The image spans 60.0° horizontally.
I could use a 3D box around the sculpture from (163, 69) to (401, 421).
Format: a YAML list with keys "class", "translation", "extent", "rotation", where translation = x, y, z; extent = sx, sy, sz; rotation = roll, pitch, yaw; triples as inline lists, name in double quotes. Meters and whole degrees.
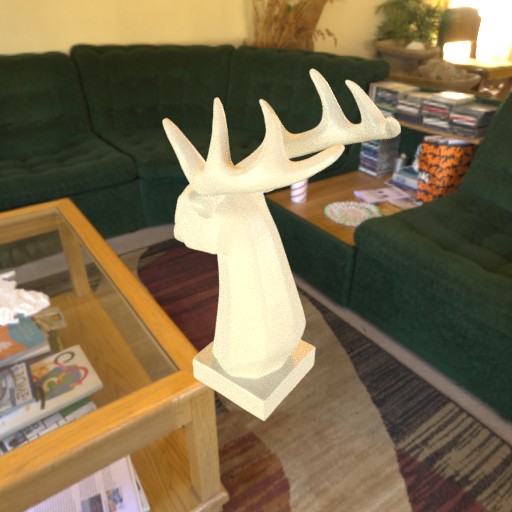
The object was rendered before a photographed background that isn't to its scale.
- class: "sculpture"
  translation: [0.000, 0.000, 0.441]
  extent: [0.224, 0.329, 0.174]
  rotation: [22, 38, 31]
